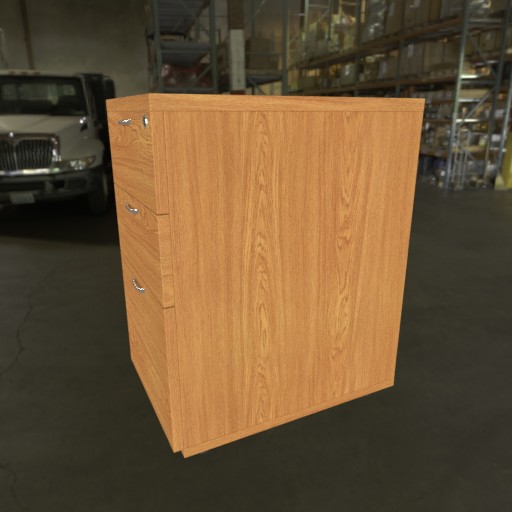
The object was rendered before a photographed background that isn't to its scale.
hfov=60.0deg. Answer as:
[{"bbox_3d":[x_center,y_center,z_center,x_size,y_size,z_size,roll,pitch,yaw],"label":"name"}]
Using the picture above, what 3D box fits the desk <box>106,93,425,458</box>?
[{"bbox_3d":[0.000,0.000,1.094,0.600,0.730,0.404,-9,20,-25],"label":"desk"}]
